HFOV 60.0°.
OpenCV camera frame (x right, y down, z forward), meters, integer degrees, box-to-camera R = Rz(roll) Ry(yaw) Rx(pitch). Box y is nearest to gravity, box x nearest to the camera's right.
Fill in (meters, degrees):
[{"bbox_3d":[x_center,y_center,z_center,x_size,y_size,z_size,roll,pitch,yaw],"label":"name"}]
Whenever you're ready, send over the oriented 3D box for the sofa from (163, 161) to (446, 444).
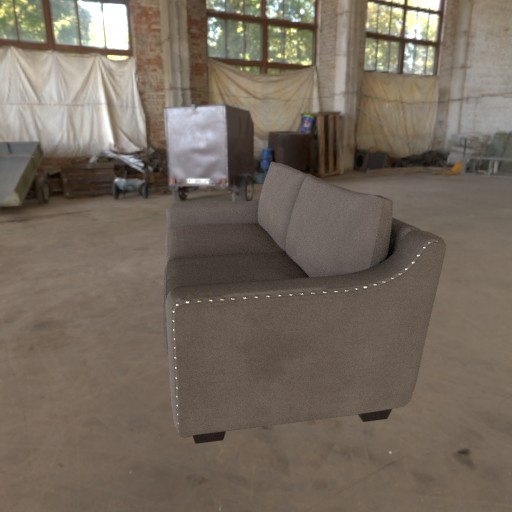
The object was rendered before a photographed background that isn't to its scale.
[{"bbox_3d":[0.000,0.000,3.256,1.336,1.196,2.550,-3,17,-11],"label":"sofa"}]
